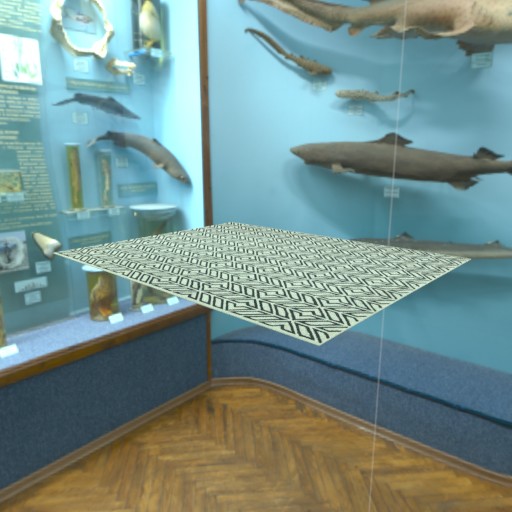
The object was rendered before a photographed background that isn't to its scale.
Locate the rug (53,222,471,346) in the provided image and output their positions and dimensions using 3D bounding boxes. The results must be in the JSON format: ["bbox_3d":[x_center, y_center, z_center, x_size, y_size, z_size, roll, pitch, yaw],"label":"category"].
[{"bbox_3d":[0.000,0.000,4.115,3.045,0.008,2.421,12,18,41],"label":"rug"}]
